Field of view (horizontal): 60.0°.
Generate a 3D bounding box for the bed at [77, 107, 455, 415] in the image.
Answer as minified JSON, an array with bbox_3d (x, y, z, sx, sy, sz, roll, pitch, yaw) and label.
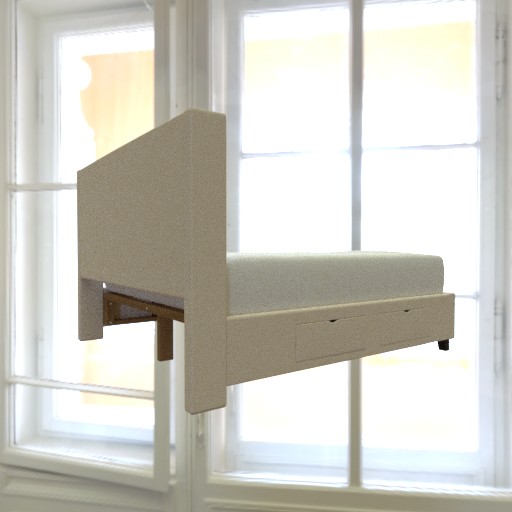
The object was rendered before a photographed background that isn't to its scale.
[{"bbox_3d":[0.000,0.000,3.625,2.293,1.471,2.145,-1,1,-36],"label":"bed"}]
